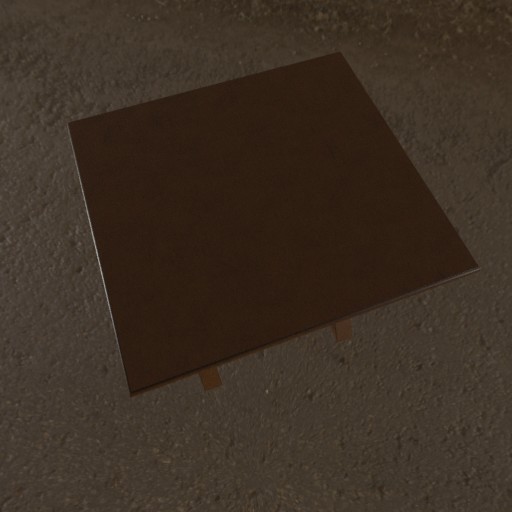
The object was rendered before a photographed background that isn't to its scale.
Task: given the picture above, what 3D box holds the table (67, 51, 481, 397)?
[{"bbox_3d":[0.000,0.000,1.062,0.602,0.562,0.560,-18,65,-9],"label":"table"}]
